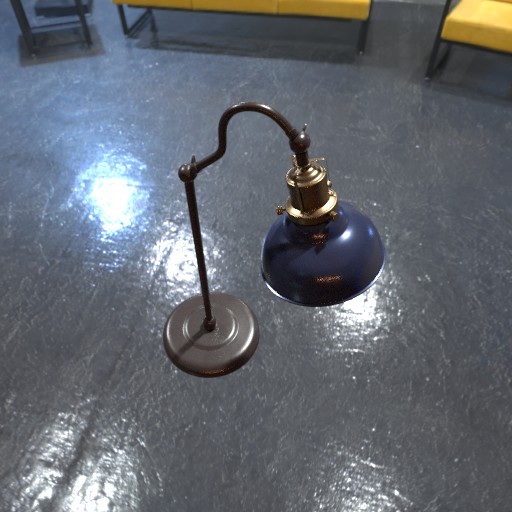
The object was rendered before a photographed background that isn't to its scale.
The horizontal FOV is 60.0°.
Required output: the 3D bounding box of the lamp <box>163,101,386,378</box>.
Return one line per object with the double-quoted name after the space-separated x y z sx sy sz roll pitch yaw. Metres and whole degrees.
0.000 0.000 0.682 0.374 0.508 0.192 10 49 9 "lamp"
